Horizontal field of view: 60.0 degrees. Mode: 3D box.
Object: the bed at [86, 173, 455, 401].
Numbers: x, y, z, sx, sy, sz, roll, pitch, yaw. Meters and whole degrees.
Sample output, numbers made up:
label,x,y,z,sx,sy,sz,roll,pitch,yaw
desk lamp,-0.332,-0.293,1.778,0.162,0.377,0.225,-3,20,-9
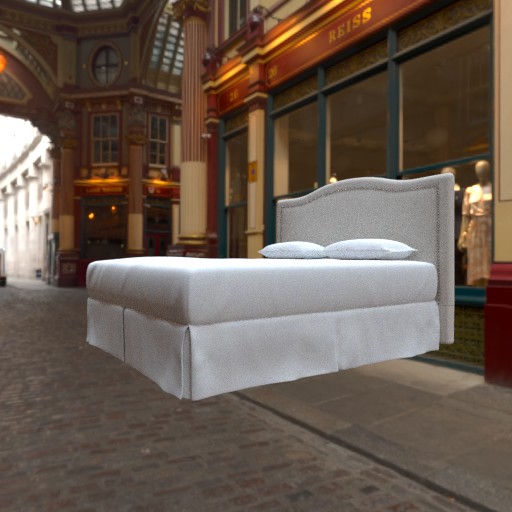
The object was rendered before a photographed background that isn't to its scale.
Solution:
label,x,y,z,sx,sy,sz,roll,pitch,yaw
bed,0.000,0.000,3.525,2.182,1.421,2.083,0,0,-35
